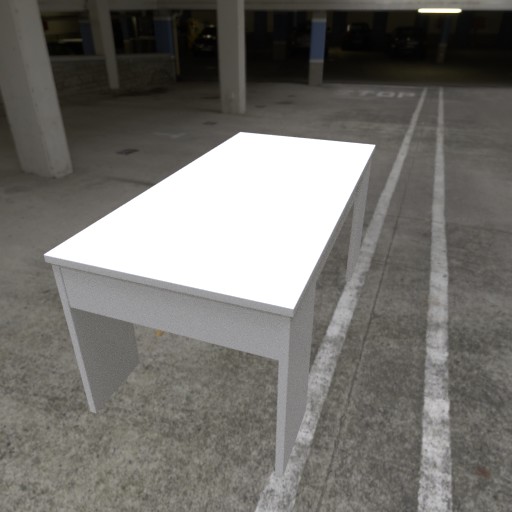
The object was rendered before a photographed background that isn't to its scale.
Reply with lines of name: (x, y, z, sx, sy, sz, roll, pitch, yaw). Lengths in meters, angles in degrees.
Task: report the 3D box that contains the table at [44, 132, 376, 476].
table: (0.000, 0.000, 1.292, 0.500, 0.440, 1.000, 10, 31, 18)
